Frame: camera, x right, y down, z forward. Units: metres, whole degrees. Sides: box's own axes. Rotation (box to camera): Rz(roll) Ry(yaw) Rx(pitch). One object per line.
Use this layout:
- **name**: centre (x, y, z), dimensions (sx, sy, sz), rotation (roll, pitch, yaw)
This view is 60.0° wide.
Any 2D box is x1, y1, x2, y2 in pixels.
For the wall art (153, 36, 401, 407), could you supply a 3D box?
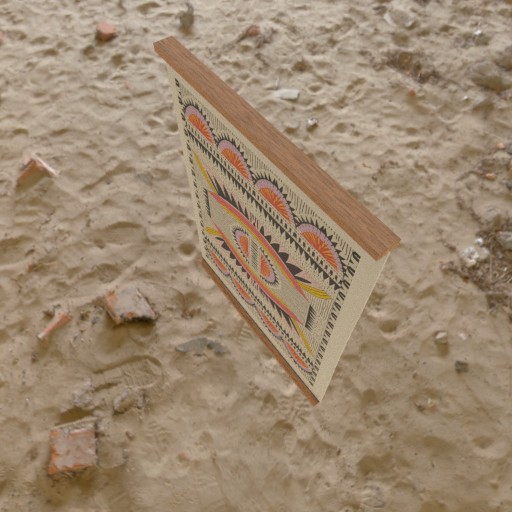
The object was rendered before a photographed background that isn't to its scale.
- **wall art**: centre (0.000, 0.000, 0.702), dimensions (0.028, 0.527, 0.403), rotation (-32, 63, -19)
